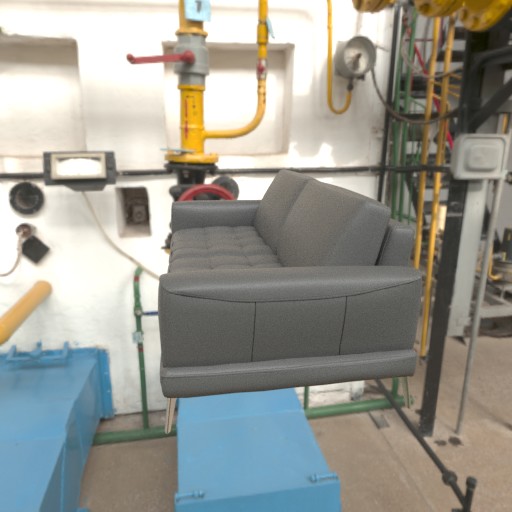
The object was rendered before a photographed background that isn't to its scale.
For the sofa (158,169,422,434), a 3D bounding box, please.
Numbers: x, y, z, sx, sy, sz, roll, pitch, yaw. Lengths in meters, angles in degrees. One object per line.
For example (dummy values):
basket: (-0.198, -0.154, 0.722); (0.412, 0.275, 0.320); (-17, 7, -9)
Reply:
sofa: (0.000, 0.000, 2.731); (1.121, 0.930, 2.177); (-2, 16, -9)
